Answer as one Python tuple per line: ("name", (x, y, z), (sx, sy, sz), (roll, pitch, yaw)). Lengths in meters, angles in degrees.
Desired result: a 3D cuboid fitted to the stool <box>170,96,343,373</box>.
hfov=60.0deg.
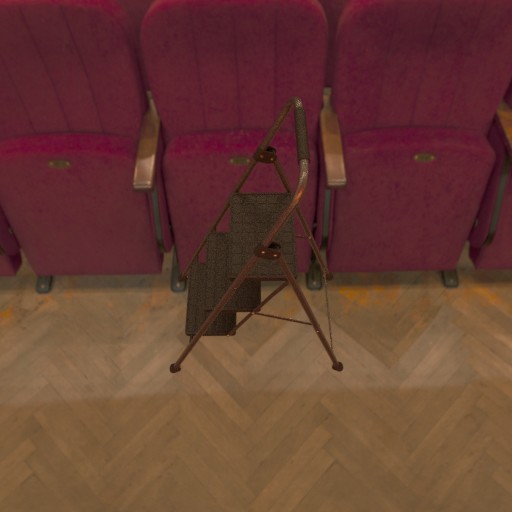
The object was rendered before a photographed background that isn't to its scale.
("stool", (0.000, 0.000, 1.501), (0.733, 1.121, 0.473), (0, 59, 0))
